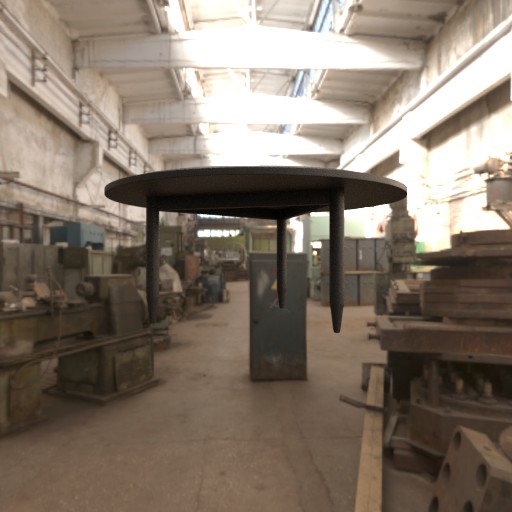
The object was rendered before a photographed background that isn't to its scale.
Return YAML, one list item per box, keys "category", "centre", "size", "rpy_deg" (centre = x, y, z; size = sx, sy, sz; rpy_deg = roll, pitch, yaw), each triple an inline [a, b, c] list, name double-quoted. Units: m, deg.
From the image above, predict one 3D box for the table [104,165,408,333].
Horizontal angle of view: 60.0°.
- category: "table"
  centre: [0.000, 0.000, 1.390]
  size: [0.900, 0.400, 0.900]
  rpy_deg: [0, 0, 0]
